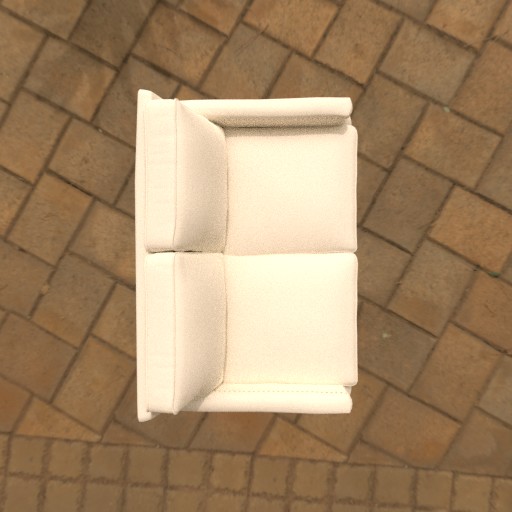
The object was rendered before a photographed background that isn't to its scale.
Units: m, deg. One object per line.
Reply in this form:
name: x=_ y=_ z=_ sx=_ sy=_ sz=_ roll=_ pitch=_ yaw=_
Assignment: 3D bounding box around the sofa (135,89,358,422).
sofa: x=0.000 y=0.000 z=2.340 sx=1.084 sy=1.003 sz=1.597 roll=0 pitch=90 yaw=0
